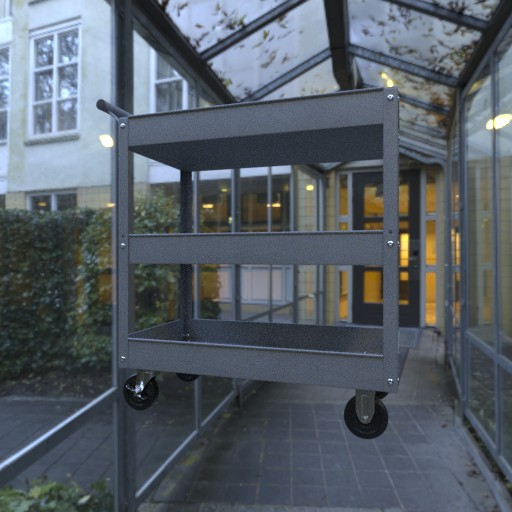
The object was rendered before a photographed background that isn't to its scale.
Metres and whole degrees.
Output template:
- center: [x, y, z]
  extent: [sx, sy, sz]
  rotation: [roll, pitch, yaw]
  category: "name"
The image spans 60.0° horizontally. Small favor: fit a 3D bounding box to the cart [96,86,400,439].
- center: [0.000, 0.000, 1.166]
  extent: [0.719, 0.780, 0.366]
  rotation: [0, 0, 18]
  category: "cart"
